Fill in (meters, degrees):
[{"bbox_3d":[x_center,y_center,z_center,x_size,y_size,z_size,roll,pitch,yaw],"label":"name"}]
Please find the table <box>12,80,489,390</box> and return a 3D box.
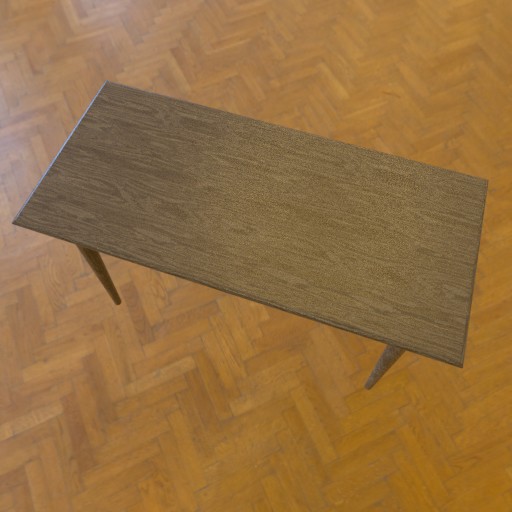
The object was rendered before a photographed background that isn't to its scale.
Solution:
[{"bbox_3d":[0.000,0.000,1.668,1.300,0.780,0.599,17,66,8],"label":"table"}]
